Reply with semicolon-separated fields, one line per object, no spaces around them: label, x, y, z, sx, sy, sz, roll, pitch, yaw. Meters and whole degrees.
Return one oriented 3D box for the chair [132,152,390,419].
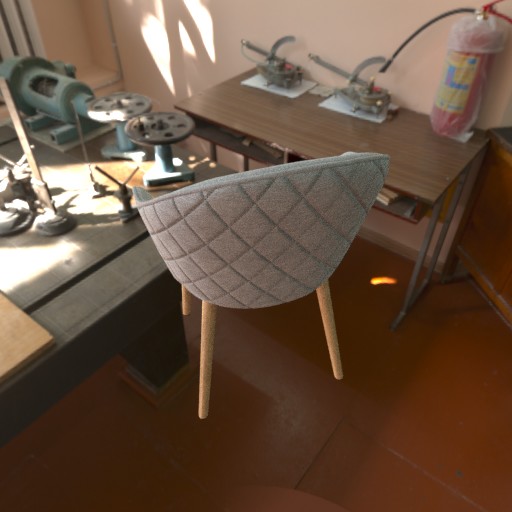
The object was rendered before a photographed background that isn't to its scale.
chair;0.000;0.000;1.150;0.540;0.800;0.530;-12;42;-13
